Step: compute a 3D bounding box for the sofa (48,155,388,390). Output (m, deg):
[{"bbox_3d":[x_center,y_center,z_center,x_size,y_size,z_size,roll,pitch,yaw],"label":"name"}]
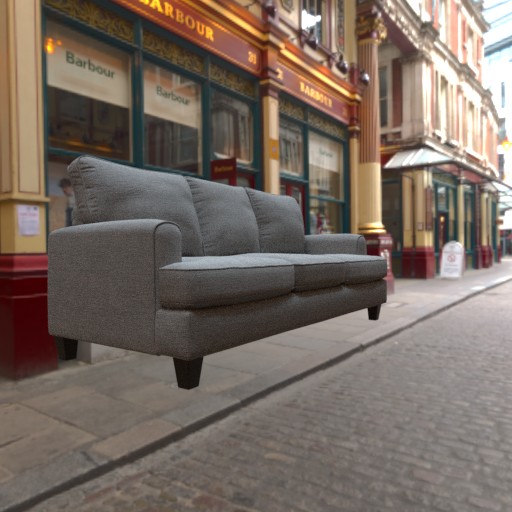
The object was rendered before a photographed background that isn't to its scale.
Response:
[{"bbox_3d":[0.000,0.000,2.696,0.951,0.965,2.158,1,1,35],"label":"sofa"}]
